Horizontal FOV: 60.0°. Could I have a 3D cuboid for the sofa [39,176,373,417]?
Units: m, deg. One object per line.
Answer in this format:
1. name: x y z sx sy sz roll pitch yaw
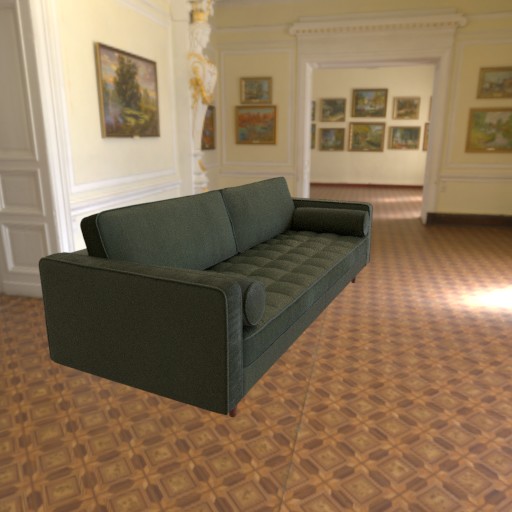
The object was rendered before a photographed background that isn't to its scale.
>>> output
1. sofa: 0.000 0.000 2.602 0.918 0.769 2.199 7 17 26
